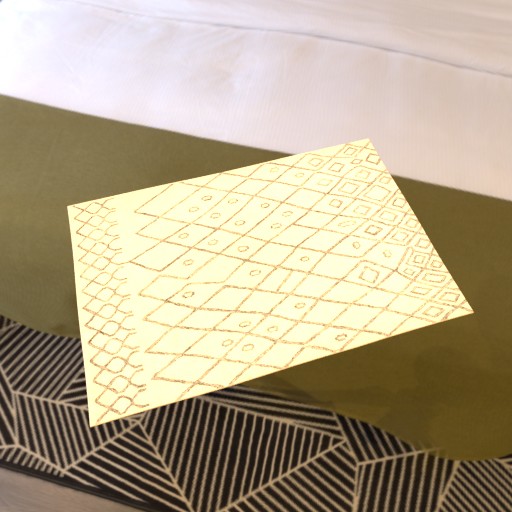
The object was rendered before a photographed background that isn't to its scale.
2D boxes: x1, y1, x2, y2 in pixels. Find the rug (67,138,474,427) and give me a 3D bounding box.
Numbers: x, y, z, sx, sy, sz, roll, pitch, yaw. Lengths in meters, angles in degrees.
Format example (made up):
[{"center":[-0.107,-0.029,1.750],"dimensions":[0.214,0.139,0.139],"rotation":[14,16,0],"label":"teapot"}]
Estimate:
[{"center":[0.000,0.000,2.305],"dimensions":[1.828,0.015,1.222],"rotation":[-14,60,-9],"label":"rug"}]
